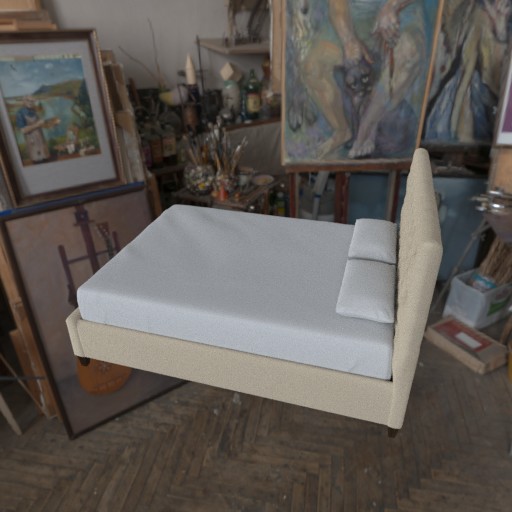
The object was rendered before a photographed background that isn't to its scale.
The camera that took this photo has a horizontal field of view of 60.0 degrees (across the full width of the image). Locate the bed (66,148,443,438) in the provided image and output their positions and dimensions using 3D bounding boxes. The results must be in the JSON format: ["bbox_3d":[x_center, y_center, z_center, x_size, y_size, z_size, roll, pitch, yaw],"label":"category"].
[{"bbox_3d":[0.000,0.000,3.453,2.387,1.427,1.698,8,31,14],"label":"bed"}]
